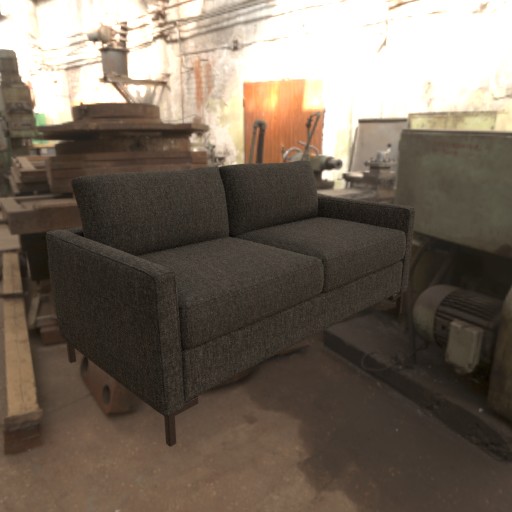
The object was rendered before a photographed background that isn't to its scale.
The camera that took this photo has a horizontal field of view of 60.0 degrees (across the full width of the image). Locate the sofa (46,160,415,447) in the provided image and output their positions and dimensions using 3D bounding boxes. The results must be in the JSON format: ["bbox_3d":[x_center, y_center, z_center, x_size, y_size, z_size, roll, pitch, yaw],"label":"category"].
[{"bbox_3d":[0.000,0.000,2.216,0.866,0.862,1.716,15,22,43],"label":"sofa"}]
